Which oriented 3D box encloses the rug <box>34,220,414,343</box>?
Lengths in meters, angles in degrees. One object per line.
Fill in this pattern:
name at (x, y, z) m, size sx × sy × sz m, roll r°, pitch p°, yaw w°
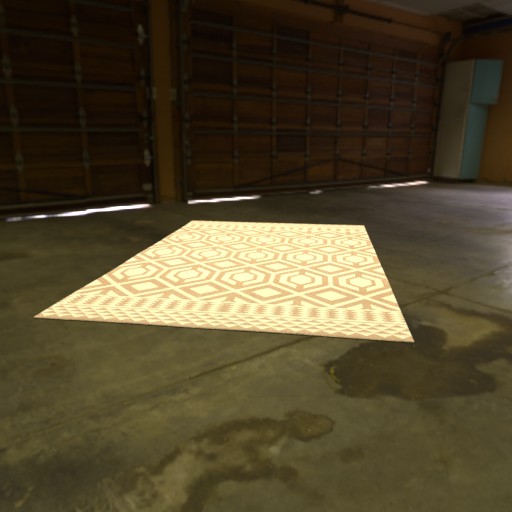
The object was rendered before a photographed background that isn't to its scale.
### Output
rug at (0.000, 0.000, 2.261) m, size 1.219 × 0.008 × 1.829 m, roll 2°, pitch 15°, yaw 8°
